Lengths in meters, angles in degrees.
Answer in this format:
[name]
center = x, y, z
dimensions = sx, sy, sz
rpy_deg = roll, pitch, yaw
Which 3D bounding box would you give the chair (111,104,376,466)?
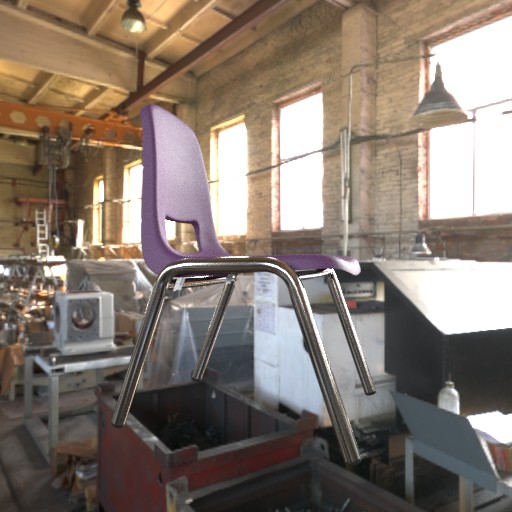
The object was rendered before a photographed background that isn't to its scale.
[chair]
center = 0.000, 0.000, 0.839
dimensions = 0.419, 0.584, 0.356
rpy_deg = 0, 0, 19
